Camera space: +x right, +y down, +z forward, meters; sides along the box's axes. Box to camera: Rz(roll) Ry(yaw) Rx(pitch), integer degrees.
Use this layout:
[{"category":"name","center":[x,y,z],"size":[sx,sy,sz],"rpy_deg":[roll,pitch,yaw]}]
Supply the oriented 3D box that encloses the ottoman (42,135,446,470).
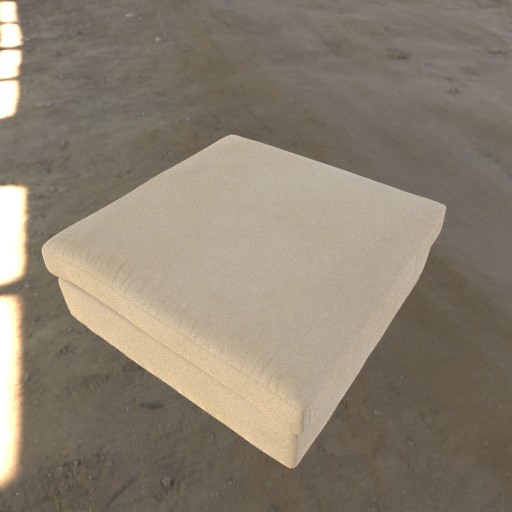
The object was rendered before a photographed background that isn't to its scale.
[{"category":"ottoman","center":[0.000,0.000,1.878],"size":[1.190,0.522,1.205],"rpy_deg":[25,47,26]}]
